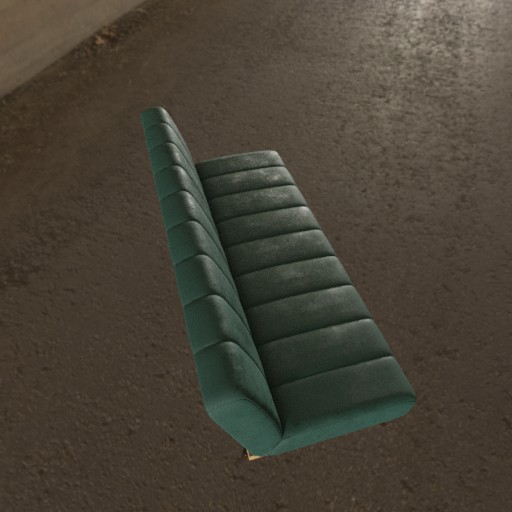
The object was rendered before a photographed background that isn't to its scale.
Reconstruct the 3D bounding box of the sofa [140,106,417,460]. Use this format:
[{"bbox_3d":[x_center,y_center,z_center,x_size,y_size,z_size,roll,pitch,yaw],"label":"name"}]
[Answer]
[{"bbox_3d":[0.000,0.000,2.227,0.830,0.820,1.810,-12,48,-11],"label":"sofa"}]
